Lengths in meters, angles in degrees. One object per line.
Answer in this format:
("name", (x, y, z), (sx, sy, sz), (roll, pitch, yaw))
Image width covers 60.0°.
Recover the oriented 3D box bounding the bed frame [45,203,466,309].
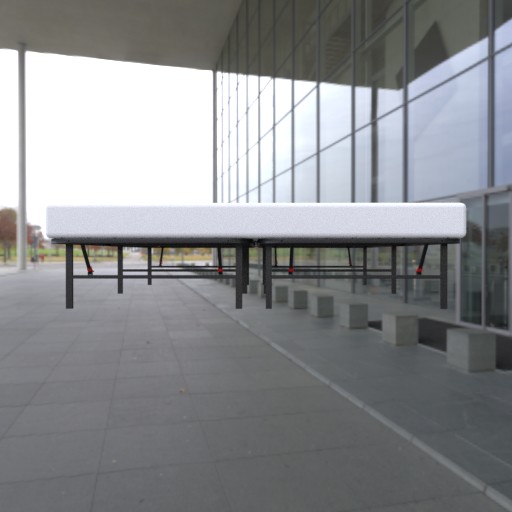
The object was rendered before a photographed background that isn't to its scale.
("bed frame", (0.000, 0.000, 3.083), (2.033, 0.525, 1.935), (0, 0, 0))
